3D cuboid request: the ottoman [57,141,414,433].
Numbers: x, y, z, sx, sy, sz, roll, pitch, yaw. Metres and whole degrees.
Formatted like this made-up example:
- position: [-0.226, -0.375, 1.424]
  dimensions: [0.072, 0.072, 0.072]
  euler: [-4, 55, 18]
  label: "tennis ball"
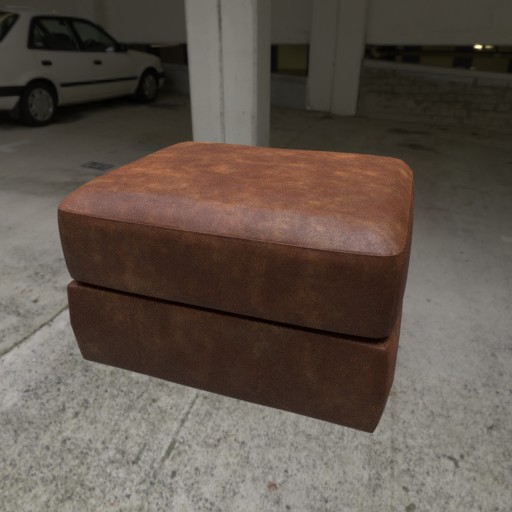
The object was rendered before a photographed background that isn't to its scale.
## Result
- position: [0.000, 0.000, 1.144]
  dimensions: [0.751, 0.476, 0.603]
  euler: [9, 28, 17]
  label: "ottoman"
